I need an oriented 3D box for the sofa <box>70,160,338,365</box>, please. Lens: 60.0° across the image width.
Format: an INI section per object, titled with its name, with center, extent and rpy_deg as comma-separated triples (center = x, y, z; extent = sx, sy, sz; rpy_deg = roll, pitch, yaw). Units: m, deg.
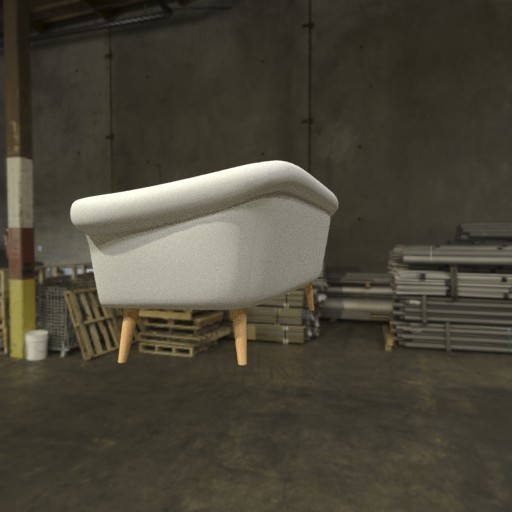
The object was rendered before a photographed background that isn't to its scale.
[sofa]
center = 0.000, 0.000, 2.557
extent = 0.827, 0.795, 2.160
rpy_deg = 0, 2, 18
